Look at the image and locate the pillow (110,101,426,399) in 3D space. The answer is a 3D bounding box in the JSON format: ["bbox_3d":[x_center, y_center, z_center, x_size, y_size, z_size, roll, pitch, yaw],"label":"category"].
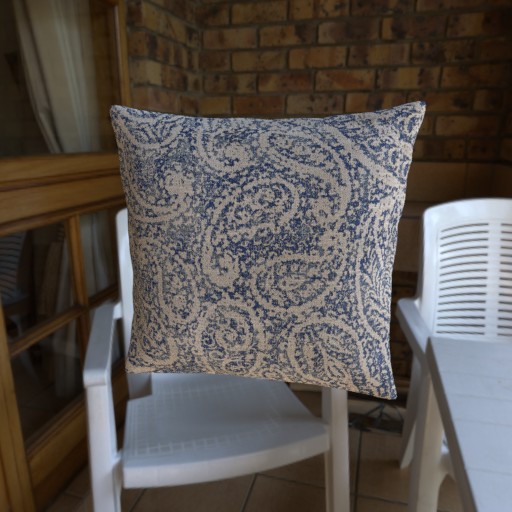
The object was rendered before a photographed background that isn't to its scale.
[{"bbox_3d":[0.000,0.000,0.780,0.523,0.510,0.166,3,16,9],"label":"pillow"}]
